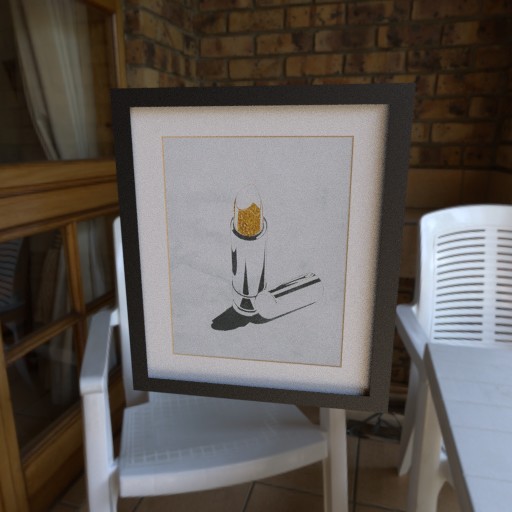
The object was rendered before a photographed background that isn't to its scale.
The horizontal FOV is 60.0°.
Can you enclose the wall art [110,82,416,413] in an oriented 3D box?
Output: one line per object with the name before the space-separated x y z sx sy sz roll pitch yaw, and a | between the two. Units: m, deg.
wall art | 0.000 0.000 0.531 0.330 0.381 0.019 2 15 9
